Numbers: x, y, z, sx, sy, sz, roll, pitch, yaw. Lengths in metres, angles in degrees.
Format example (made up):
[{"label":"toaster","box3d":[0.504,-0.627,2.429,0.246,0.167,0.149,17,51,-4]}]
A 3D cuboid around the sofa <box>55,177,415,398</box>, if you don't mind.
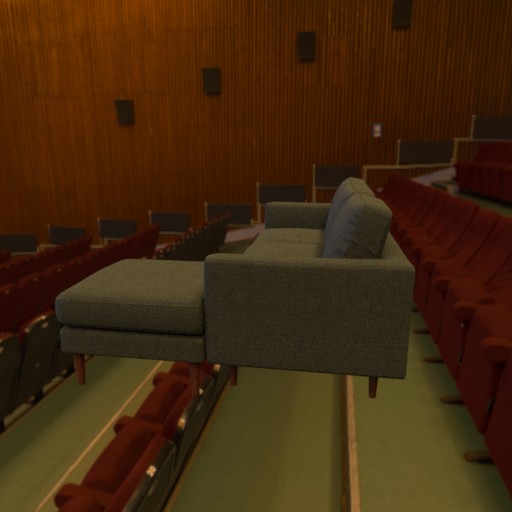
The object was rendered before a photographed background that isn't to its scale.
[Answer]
[{"label":"sofa","box3d":[0.000,0.000,2.970,1.667,0.957,2.055,2,14,9]}]
